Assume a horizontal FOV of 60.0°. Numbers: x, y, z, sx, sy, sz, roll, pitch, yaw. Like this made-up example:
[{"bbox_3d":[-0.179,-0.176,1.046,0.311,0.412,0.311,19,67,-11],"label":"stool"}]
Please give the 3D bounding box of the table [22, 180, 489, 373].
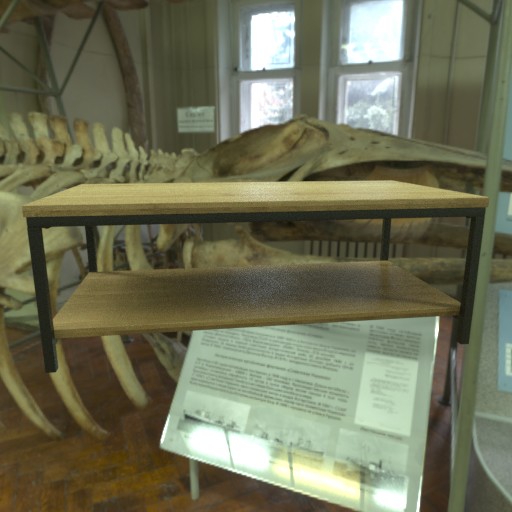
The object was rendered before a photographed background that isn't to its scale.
[{"bbox_3d":[0.000,0.000,1.343,1.100,0.399,0.551,-2,14,-8],"label":"table"}]
